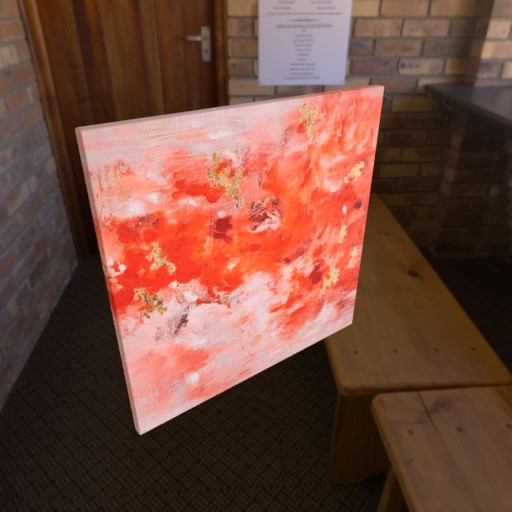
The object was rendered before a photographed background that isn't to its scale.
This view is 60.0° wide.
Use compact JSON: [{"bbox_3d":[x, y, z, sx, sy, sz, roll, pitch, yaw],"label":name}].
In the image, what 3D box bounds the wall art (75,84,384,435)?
[{"bbox_3d":[0.000,0.000,1.310,0.878,0.878,0.066,-20,35,-30],"label":"wall art"}]
